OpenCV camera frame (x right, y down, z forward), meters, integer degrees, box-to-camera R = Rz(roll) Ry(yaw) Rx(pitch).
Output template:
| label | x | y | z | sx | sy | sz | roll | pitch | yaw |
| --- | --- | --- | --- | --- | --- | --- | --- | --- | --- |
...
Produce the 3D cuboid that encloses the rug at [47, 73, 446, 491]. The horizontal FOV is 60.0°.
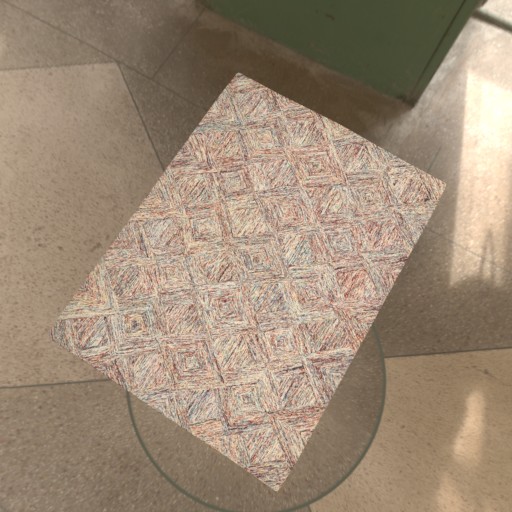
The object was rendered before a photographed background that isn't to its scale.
| label | x | y | z | sx | sy | sz | roll | pitch | yaw |
| --- | --- | --- | --- | --- | --- | --- | --- | --- | --- |
| rug | 0.000 | 0.000 | 4.138 | 2.436 | 0.024 | 3.226 | 31 | 77 | 8 |
